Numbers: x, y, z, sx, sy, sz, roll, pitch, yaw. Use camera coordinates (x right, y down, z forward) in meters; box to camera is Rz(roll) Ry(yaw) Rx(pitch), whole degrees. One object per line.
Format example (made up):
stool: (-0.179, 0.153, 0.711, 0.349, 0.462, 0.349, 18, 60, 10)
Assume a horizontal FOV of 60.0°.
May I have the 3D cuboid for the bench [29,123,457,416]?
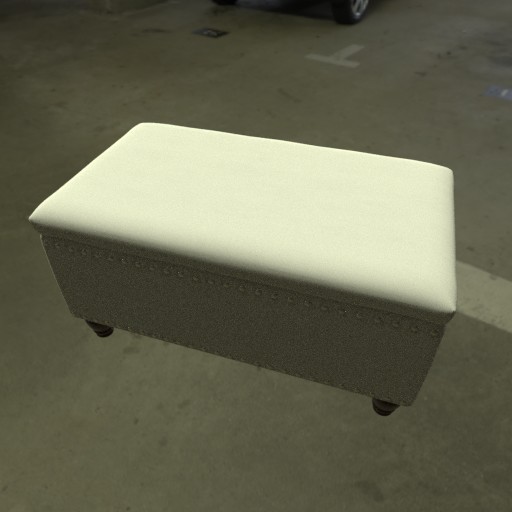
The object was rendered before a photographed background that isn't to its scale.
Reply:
bench: (0.000, 0.000, 1.163, 0.887, 0.449, 0.500, 12, 42, 13)
